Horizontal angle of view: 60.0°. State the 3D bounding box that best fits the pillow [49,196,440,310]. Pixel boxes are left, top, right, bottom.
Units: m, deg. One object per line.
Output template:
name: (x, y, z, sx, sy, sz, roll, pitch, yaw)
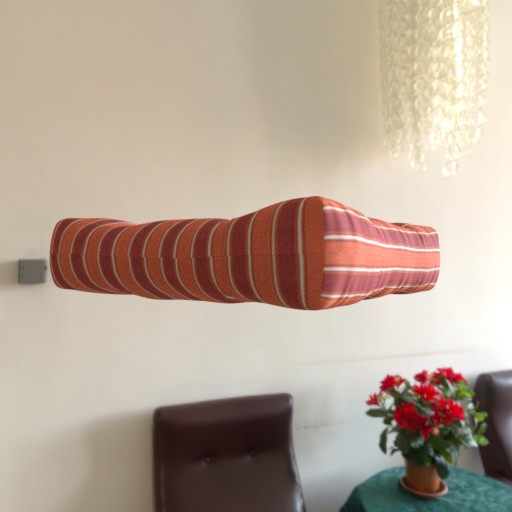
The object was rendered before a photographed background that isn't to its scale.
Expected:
pillow: (0.000, 0.000, 0.733, 0.490, 0.133, 0.468, -1, -1, 35)
